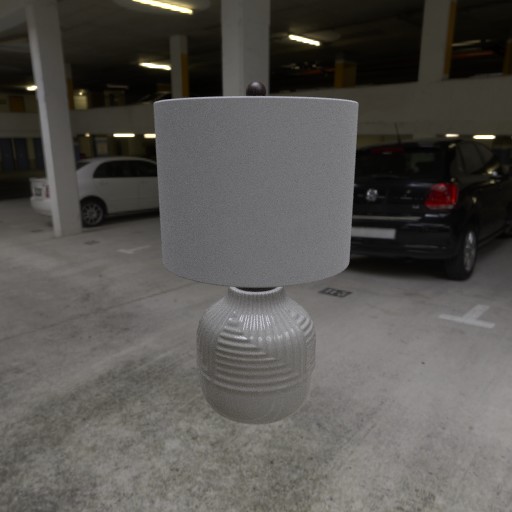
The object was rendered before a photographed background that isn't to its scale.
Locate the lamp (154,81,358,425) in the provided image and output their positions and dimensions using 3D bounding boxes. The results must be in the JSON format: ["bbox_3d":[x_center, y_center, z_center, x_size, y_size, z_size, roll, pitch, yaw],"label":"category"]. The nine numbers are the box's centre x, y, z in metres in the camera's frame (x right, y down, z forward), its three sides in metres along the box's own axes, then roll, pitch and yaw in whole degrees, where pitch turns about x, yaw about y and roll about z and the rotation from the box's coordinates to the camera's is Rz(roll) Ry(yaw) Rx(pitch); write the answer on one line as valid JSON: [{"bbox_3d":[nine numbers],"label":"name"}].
[{"bbox_3d":[0.000,0.000,0.770,0.318,0.567,0.318,0,16,0],"label":"lamp"}]
